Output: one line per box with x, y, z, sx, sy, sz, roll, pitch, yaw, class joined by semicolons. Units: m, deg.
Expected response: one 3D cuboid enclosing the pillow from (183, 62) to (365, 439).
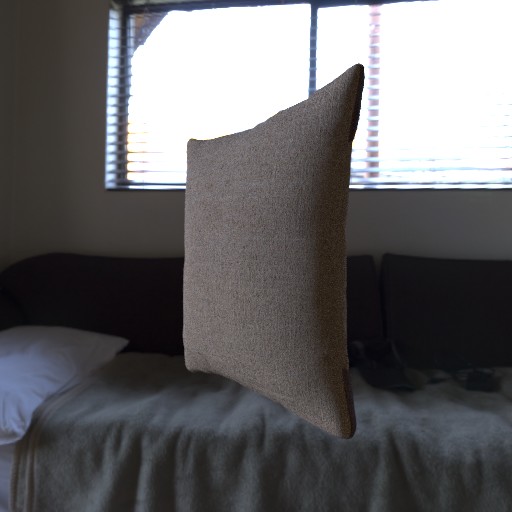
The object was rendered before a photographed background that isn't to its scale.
0.000;0.000;0.687;0.147;0.448;0.437;0;0;-36;pillow
